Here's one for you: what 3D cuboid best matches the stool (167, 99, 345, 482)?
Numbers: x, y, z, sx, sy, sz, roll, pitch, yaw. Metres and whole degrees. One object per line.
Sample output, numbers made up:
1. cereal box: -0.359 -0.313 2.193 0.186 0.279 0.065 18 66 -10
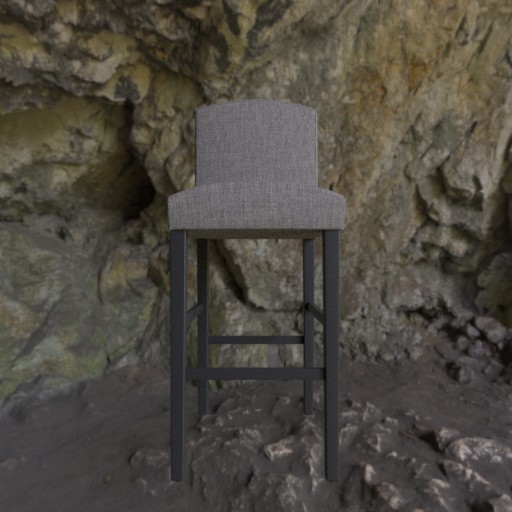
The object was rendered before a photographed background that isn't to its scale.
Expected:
1. stool: 0.000 0.000 1.363 0.451 1.138 0.552 0 0 0
